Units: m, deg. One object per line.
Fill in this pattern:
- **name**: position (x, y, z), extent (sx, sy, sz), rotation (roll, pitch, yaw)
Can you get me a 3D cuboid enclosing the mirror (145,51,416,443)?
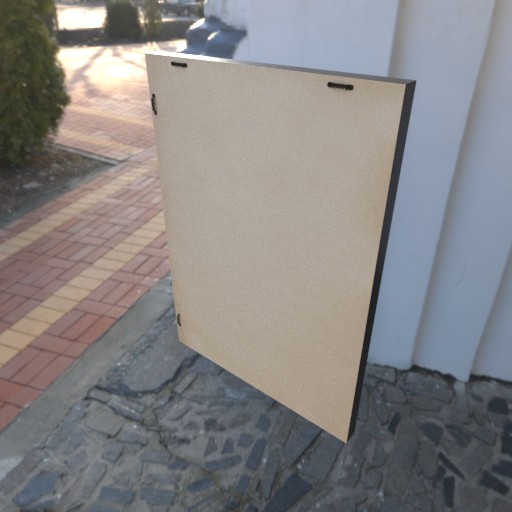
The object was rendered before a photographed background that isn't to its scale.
- **mirror**: position (0.000, 0.000, 0.887), extent (0.507, 0.710, 0.040), rotation (22, 38, 32)
